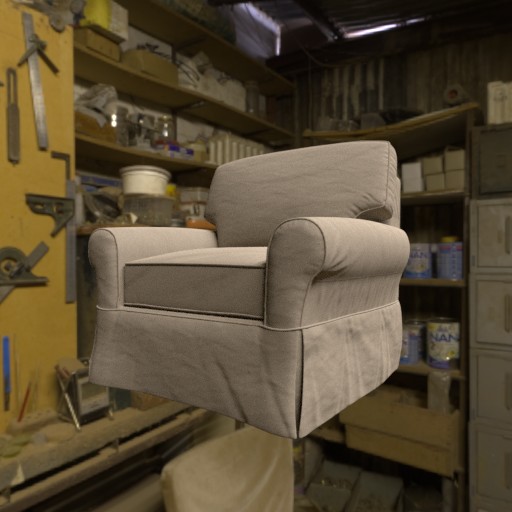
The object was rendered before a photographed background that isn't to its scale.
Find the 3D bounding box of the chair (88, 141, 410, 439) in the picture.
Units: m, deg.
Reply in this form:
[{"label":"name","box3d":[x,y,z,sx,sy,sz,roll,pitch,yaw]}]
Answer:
[{"label":"chair","box3d":[0.000,0.000,1.891,1.135,1.017,0.988,0,0,35]}]
